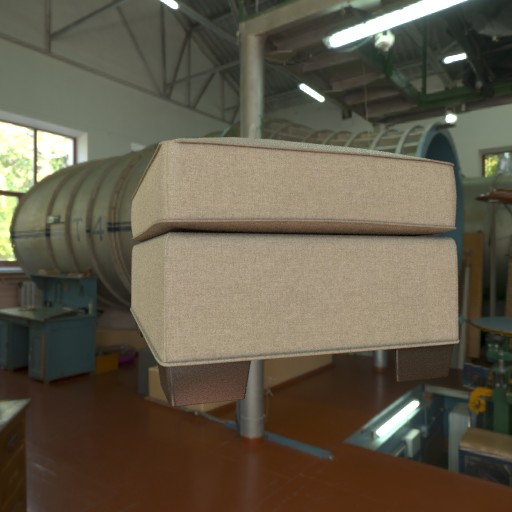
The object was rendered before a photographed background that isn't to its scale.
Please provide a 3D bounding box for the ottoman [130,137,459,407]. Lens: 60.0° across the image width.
[{"bbox_3d":[0.000,0.000,1.210,0.619,0.504,0.843,0,0,-19],"label":"ottoman"}]
